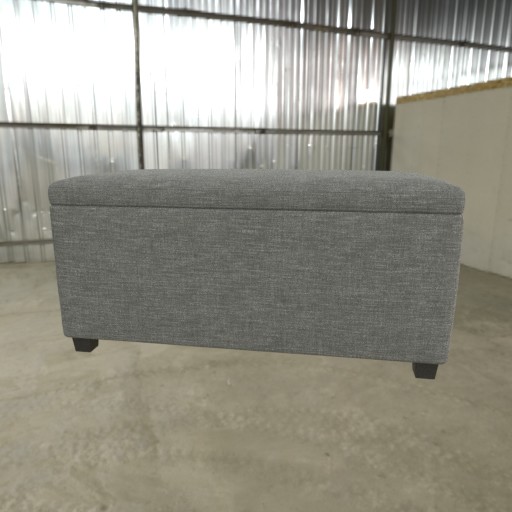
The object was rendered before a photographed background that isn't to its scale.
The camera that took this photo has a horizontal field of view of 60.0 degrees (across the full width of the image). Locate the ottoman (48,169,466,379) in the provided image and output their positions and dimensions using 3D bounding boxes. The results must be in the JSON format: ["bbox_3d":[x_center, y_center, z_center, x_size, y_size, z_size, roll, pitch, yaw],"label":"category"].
[{"bbox_3d":[0.000,0.000,1.143,0.902,0.432,0.419,2,14,9],"label":"ottoman"}]
